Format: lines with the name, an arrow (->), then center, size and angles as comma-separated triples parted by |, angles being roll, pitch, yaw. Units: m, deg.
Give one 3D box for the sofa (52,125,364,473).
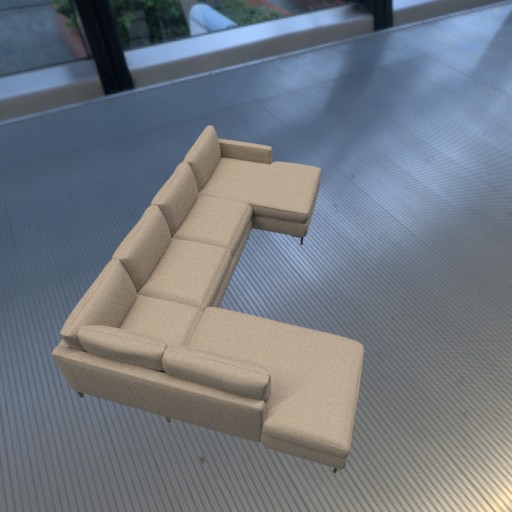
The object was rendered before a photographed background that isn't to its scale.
sofa -> 0.000, 0.000, 3.571 | 1.879, 0.756, 2.737 | 11, 46, 11
